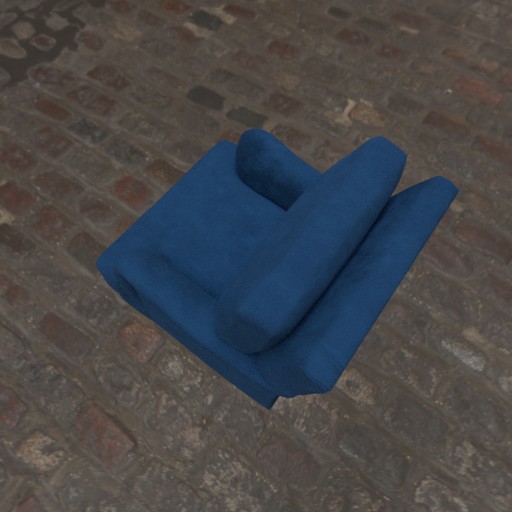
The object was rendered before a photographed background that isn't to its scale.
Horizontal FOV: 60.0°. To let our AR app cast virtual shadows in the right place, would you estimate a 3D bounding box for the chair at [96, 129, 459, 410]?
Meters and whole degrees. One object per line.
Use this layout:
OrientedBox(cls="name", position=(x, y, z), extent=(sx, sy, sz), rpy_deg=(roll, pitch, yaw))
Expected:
OrientedBox(cls="chair", position=(0.000, 0.000, 1.847), extent=(1.078, 1.076, 0.895), rpy_deg=(33, 66, 17))
